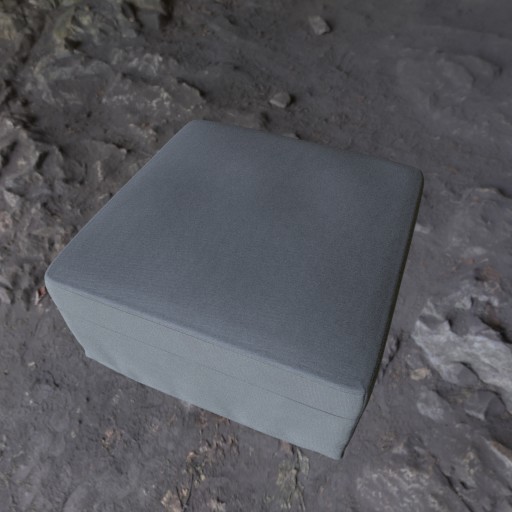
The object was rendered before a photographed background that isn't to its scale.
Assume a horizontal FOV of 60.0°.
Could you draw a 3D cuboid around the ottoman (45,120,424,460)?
[{"bbox_3d":[0.000,0.000,1.357,0.843,0.441,0.842,17,49,15],"label":"ottoman"}]
